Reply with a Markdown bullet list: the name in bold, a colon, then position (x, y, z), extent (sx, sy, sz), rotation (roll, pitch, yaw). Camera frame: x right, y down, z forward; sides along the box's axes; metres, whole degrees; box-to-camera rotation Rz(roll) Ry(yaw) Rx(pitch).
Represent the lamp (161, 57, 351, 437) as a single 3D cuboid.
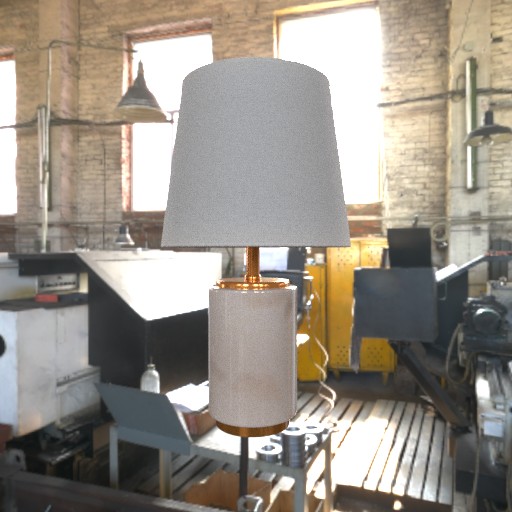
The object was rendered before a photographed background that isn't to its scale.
- **lamp**: position (0.000, 0.000, 0.452), extent (0.189, 0.340, 0.189), rotation (0, 1, 0)
